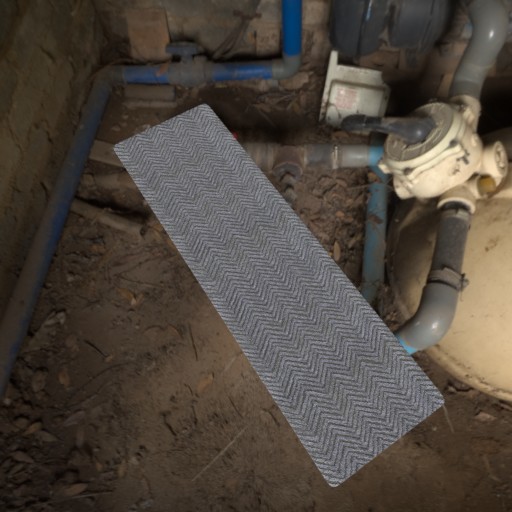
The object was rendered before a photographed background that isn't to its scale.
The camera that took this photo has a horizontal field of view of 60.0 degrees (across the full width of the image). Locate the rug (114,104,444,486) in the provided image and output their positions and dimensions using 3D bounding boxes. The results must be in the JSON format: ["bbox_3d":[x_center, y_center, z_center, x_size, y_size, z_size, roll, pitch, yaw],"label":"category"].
[{"bbox_3d":[0.000,0.000,2.453,0.686,0.008,2.286,-30,67,-14],"label":"rug"}]
